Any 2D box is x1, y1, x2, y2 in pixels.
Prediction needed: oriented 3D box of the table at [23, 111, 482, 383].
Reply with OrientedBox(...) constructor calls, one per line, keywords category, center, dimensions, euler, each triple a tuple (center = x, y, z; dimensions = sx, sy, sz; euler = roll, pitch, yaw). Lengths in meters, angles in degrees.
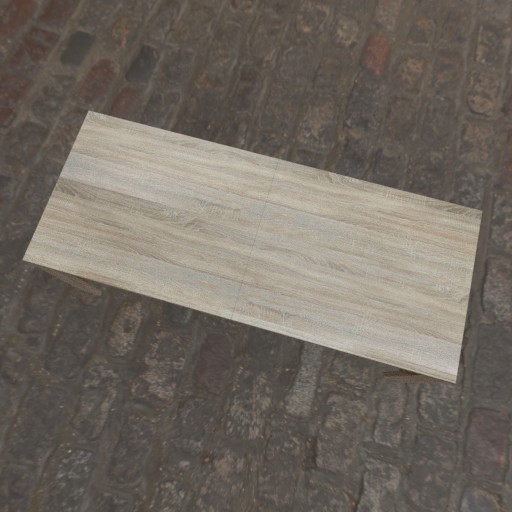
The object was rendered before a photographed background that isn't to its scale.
OrientedBox(category="table", center=(0.000, 0.000, 2.657), dimensions=(2.200, 0.790, 0.900), euler=(15, 75, 4))
